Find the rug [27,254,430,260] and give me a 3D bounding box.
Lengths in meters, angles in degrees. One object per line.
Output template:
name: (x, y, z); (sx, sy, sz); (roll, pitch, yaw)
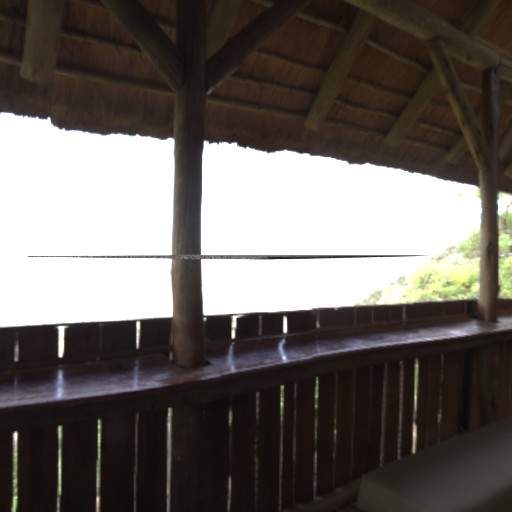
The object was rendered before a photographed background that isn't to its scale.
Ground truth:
rug: (0.000, 0.000, 4.300); (2.448, 0.017, 3.204); (0, 0, 36)
